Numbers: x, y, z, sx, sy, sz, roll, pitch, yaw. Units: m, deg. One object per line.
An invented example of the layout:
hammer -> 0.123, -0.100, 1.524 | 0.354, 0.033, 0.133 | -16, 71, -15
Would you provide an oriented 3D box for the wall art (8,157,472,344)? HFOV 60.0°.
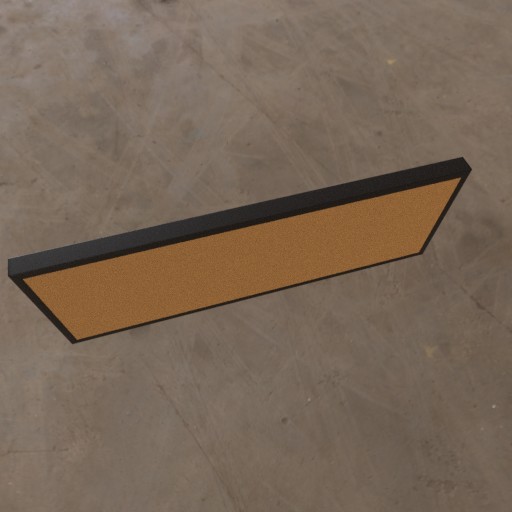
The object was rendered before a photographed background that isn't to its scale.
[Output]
wall art -> 0.000, 0.000, 0.930 | 0.860, 0.303, 0.037 | -14, 59, -9
